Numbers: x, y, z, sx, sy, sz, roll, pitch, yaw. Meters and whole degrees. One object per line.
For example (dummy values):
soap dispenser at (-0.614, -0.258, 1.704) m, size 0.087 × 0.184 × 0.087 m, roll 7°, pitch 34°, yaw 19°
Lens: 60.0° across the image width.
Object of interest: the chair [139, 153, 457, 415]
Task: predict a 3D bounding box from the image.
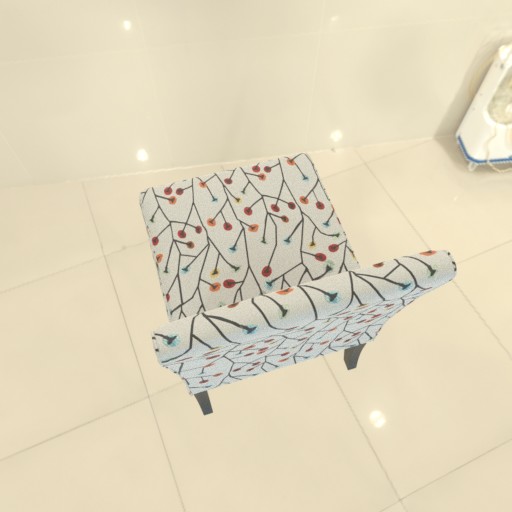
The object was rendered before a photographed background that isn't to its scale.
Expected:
chair at (0.000, 0.000, 1.293) m, size 0.597 × 0.813 × 0.732 m, roll -15°, pitch 61°, yaw -9°
